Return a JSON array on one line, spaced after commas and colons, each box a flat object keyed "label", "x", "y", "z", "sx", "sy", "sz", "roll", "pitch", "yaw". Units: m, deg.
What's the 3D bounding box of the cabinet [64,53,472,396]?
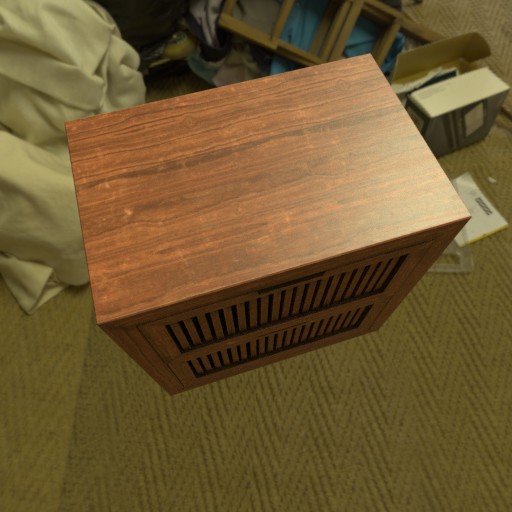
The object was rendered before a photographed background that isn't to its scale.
[{"label": "cabinet", "x": 0.000, "y": 0.000, "z": 1.072, "sx": 0.607, "sy": 0.695, "sz": 0.410, "roll": -16, "pitch": 64, "yaw": -8}]
